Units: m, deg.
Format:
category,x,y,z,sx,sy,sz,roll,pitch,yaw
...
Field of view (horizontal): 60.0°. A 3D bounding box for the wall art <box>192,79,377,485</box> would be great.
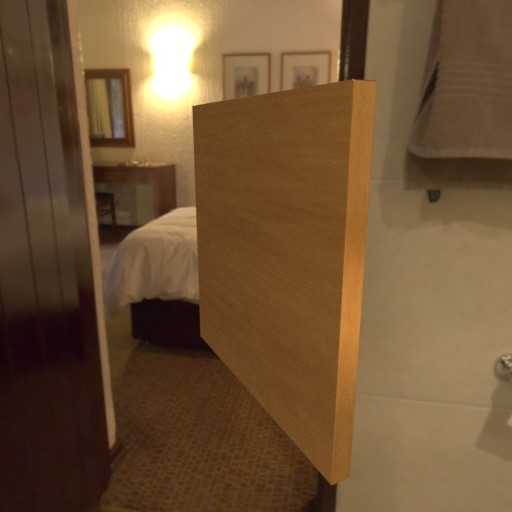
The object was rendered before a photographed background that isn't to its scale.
category,x,y,z,sx,sy,sz,roll,pitch,yaw
wall art,0.000,0.000,0.446,0.019,0.302,0.302,-8,17,-26
